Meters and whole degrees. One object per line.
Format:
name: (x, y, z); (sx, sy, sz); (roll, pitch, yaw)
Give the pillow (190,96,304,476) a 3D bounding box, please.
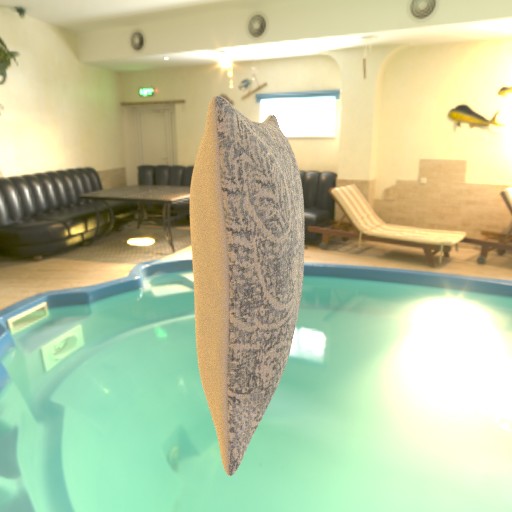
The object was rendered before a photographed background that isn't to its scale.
pillow: (0.000, 0.000, 0.802); (0.166, 0.510, 0.523); (2, 16, 9)
